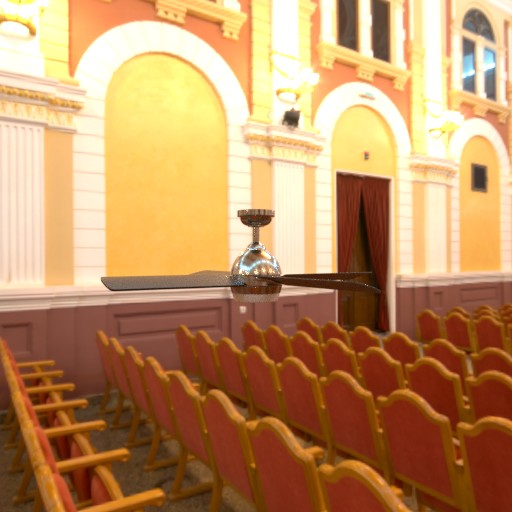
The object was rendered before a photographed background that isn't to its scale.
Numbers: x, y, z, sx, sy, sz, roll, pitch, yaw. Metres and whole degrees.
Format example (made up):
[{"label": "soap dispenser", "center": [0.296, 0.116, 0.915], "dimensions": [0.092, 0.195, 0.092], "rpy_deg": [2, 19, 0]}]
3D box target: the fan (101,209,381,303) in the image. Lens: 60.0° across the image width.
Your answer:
[{"label": "fan", "center": [0.000, 0.000, 1.984], "dimensions": [1.332, 0.403, 1.332], "rpy_deg": [0, 0, -32]}]
